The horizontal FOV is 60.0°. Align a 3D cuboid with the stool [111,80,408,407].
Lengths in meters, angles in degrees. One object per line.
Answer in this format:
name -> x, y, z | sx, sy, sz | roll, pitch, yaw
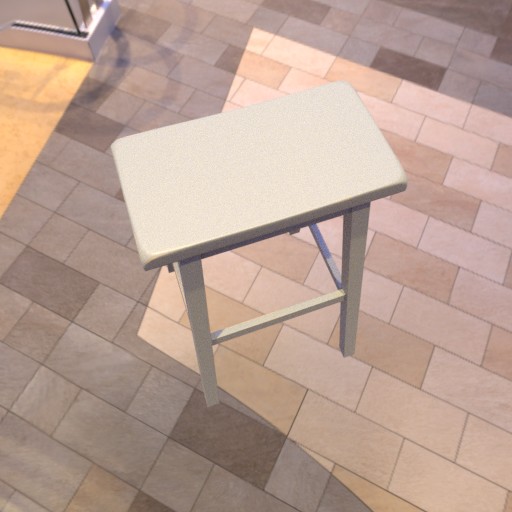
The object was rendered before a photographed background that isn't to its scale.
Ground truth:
stool -> 0.000, 0.000, 1.062 | 0.457, 0.737, 0.476 | -18, 65, -8
